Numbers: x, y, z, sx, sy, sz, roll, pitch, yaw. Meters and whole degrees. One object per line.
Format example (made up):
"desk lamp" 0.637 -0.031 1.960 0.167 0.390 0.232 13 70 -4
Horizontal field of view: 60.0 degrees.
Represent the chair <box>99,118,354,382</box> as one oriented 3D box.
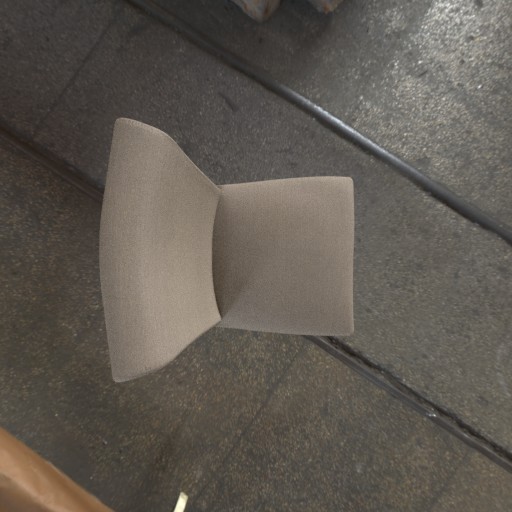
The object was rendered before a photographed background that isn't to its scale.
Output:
"chair" 0.000 0.000 1.323 0.608 0.988 0.513 0 88 0
